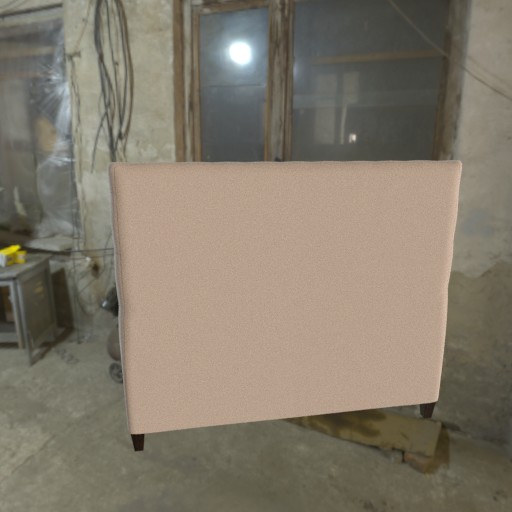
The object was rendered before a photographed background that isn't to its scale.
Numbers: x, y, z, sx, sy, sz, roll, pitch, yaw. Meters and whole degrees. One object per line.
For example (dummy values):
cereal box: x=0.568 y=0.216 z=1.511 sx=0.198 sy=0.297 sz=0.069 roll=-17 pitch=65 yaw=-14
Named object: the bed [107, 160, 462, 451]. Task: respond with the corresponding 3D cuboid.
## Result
bed: x=0.000 y=0.000 z=3.240 sx=1.696 sy=1.426 sz=2.233 roll=-2 pitch=14 yaw=-10
